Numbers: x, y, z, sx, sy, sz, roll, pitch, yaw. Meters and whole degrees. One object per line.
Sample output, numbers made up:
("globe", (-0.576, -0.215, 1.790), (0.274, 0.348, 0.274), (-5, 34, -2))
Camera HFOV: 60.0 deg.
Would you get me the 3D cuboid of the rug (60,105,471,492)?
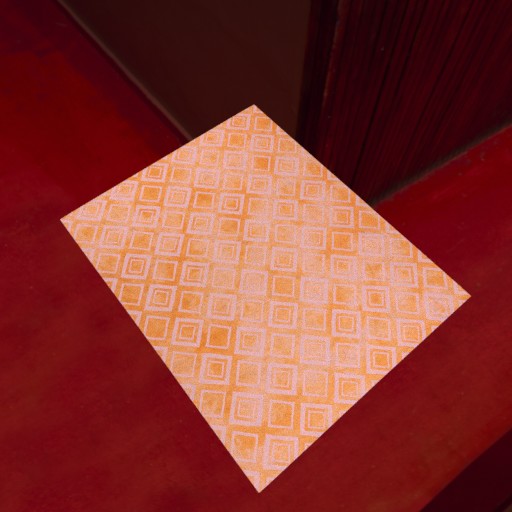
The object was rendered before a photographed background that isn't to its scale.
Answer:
("rug", (0.000, 0.000, 4.114), (2.433, 0.011, 3.037), (-36, 68, -17))
